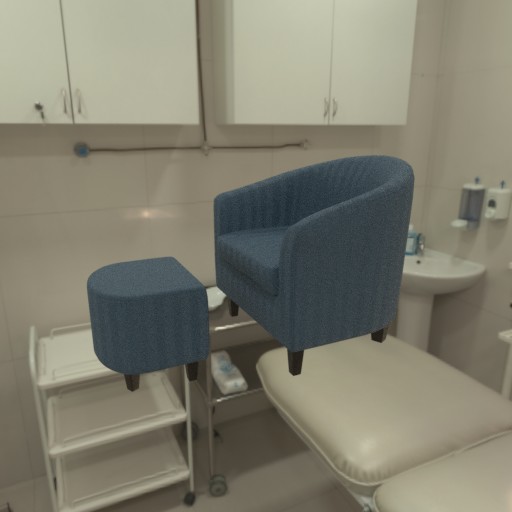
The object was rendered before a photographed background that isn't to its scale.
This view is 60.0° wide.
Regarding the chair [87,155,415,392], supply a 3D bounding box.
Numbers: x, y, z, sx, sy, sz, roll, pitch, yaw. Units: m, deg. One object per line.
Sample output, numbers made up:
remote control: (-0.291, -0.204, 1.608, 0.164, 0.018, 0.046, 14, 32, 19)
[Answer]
chair: (0.000, 0.000, 1.780, 1.288, 0.757, 0.756, -8, 18, -25)
